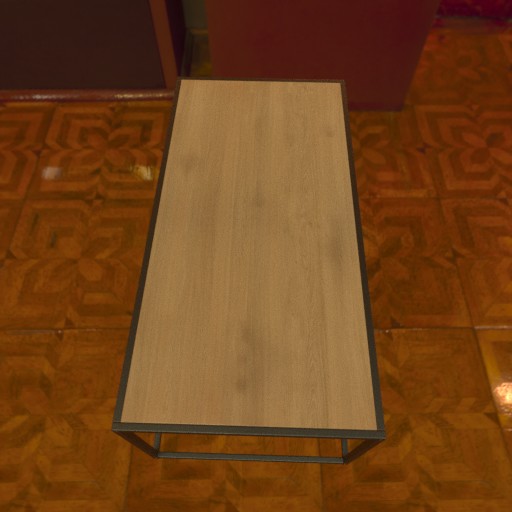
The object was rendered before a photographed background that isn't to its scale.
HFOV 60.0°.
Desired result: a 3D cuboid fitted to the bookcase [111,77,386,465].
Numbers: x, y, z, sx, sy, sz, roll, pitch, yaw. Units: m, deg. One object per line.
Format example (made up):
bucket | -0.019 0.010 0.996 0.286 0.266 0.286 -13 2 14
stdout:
bookcase | 0.000 0.000 1.231 0.500 0.400 1.000 1 59 1
